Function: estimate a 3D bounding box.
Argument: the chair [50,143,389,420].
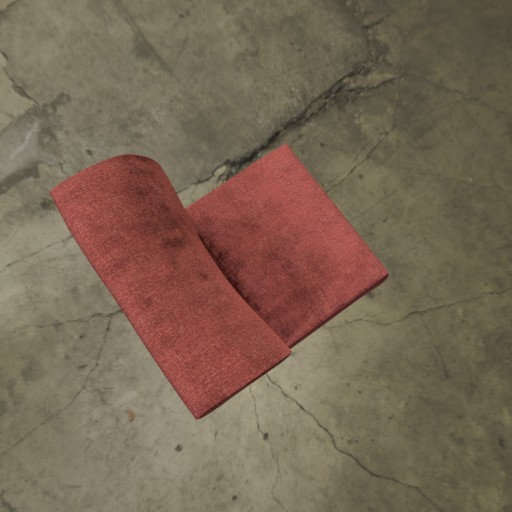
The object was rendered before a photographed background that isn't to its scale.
[{"bbox_3d":[0.000,0.000,1.252,0.640,0.846,0.538,-34,79,-8],"label":"chair"}]
